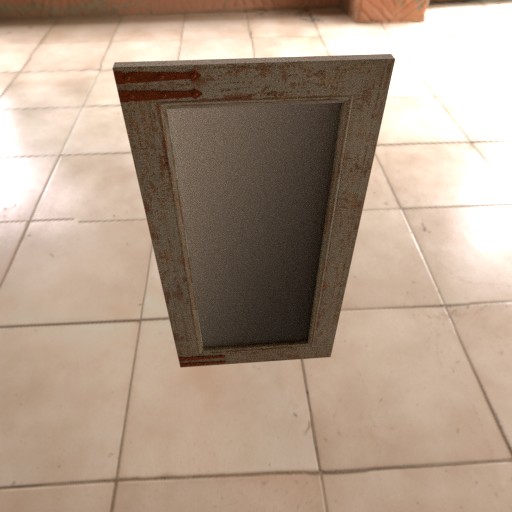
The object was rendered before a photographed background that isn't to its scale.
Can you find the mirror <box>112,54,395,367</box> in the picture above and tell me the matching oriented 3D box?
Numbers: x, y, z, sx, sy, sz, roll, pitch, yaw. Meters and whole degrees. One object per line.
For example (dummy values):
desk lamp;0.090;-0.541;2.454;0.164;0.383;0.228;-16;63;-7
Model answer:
mirror;0.000;0.000;1.068;0.472;0.922;0.027;-3;45;-3
